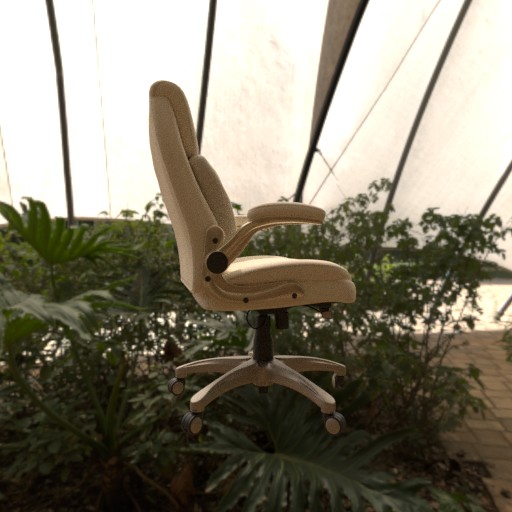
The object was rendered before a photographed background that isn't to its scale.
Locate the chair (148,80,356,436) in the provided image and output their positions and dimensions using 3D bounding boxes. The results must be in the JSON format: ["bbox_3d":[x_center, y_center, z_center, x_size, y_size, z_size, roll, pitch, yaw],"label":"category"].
[{"bbox_3d":[0.000,0.000,1.661,0.794,1.110,0.740,0,2,-17],"label":"chair"}]
